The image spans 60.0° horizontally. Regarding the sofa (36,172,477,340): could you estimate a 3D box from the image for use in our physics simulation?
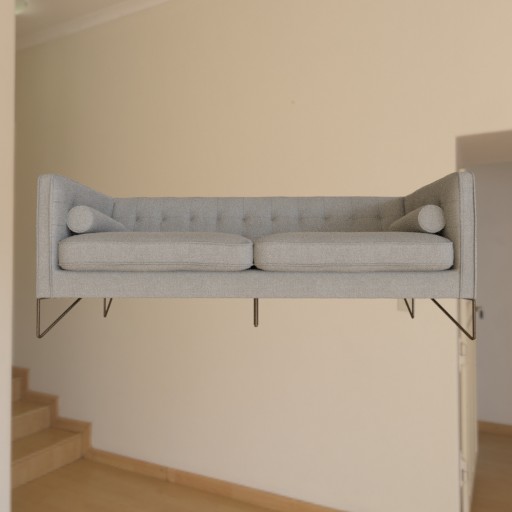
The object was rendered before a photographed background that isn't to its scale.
[{"bbox_3d":[0.000,0.000,2.504,2.079,0.798,0.912,0,-1,1],"label":"sofa"}]
